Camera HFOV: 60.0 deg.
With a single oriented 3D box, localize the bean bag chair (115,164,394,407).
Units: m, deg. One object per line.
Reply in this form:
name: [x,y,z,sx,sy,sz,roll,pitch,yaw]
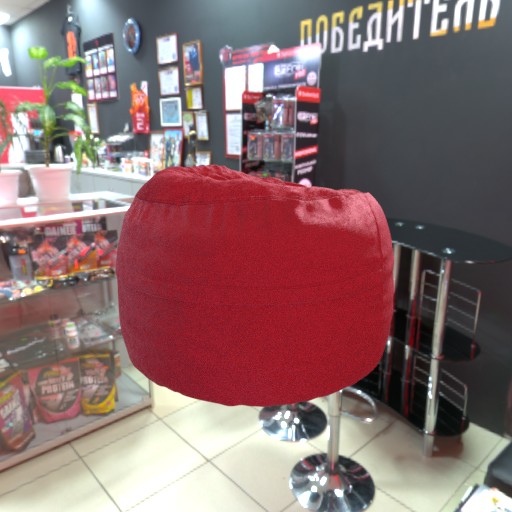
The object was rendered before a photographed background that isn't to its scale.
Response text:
bean bag chair: [0.000,0.000,2.001,1.218,0.788,1.218,0,16,0]
